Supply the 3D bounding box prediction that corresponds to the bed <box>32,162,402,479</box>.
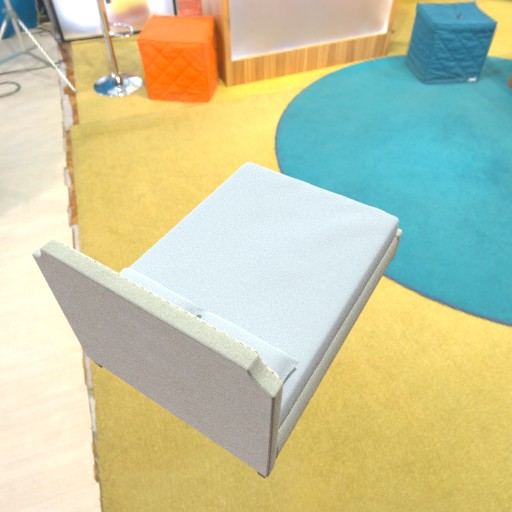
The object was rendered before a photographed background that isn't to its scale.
[{"bbox_3d":[0.000,0.000,3.486,1.713,1.457,2.381,25,52,22],"label":"bed"}]
